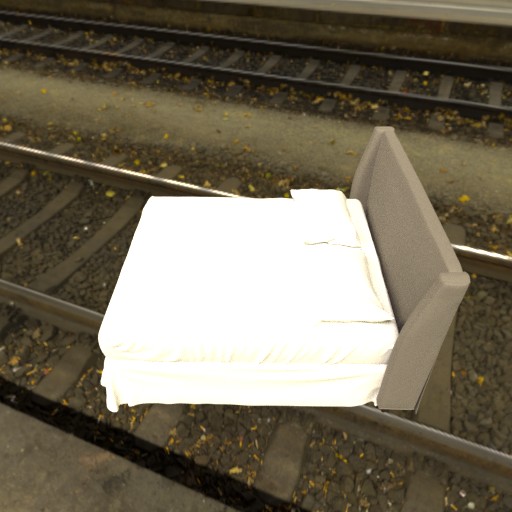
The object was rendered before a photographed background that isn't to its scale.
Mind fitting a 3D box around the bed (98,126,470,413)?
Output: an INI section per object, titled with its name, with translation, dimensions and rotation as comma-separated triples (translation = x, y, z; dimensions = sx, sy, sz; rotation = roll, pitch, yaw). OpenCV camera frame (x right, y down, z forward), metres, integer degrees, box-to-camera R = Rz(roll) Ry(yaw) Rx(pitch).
[bed]
translation = 0.000, 0.000, 3.427
dimensions = 2.276, 1.332, 1.925
rotation = 1, 40, 1
